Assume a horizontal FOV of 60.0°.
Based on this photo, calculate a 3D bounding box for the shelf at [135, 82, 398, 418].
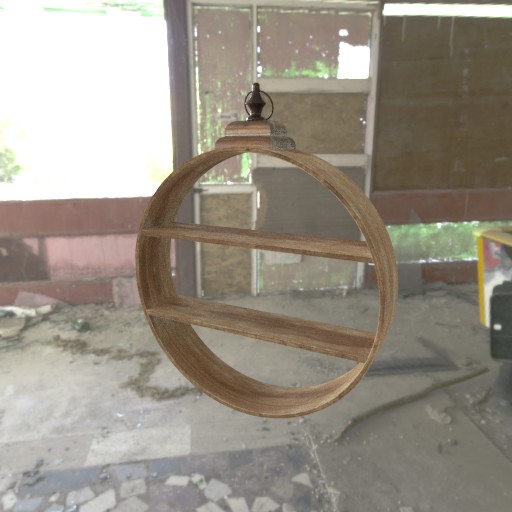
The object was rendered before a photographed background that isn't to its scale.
[{"bbox_3d":[0.000,0.000,0.989,0.601,0.725,0.125,8,17,26],"label":"shelf"}]
